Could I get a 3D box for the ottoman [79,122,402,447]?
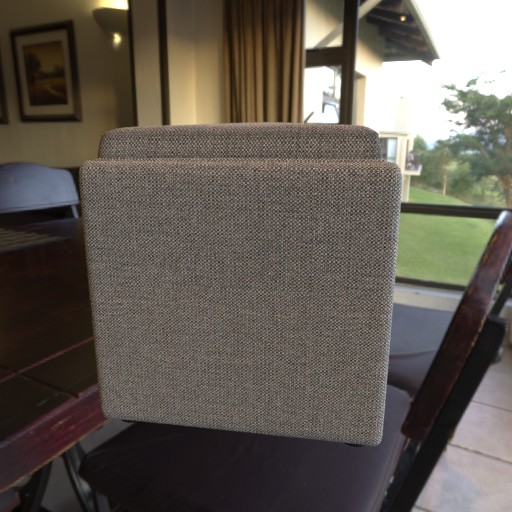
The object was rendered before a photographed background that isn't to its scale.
[{"bbox_3d":[0.000,0.000,0.846,0.454,0.487,0.436,2,14,9],"label":"ottoman"}]
